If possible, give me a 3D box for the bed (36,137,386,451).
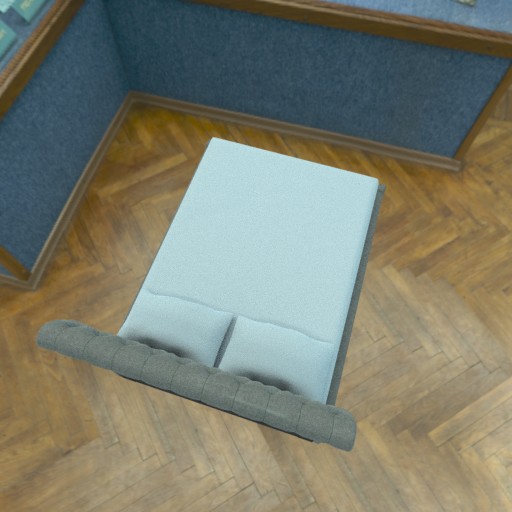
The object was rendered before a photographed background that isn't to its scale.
[{"bbox_3d":[0.000,0.000,3.194,1.645,1.371,2.252,16,65,8],"label":"bed"}]
